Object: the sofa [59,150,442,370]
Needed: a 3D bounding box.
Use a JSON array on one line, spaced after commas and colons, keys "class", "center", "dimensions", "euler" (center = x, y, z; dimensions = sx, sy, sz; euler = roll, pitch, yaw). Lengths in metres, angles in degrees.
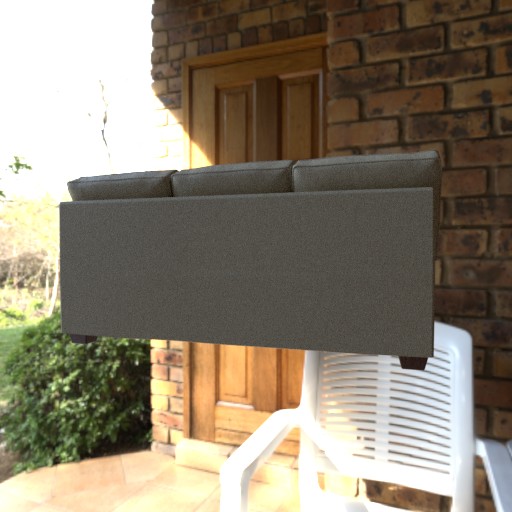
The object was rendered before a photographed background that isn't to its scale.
[{"class": "sofa", "center": [0.000, 0.000, 2.614], "dimensions": [1.962, 0.973, 1.027], "euler": [0, 1, 17]}]
